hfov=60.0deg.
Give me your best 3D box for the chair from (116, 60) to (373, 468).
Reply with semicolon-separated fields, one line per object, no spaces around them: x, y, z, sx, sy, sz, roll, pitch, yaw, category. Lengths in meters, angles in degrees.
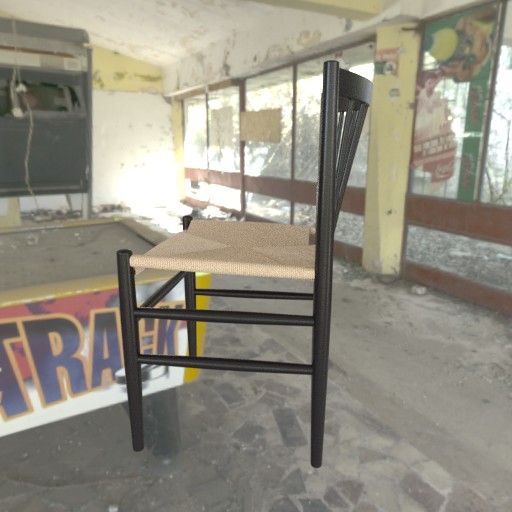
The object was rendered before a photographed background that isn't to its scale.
0.000;0.000;1.105;0.516;0.818;0.495;2;14;7;chair
